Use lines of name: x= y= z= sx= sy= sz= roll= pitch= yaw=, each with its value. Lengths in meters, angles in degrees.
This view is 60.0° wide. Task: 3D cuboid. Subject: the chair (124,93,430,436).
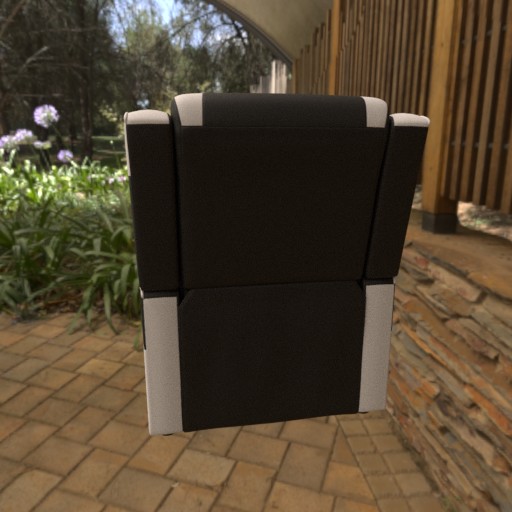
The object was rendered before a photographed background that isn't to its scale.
chair: x=0.000 y=0.000 z=1.253 sx=0.620 sy=0.805 sz=0.672 roll=-3 pitch=14 yaw=-10
